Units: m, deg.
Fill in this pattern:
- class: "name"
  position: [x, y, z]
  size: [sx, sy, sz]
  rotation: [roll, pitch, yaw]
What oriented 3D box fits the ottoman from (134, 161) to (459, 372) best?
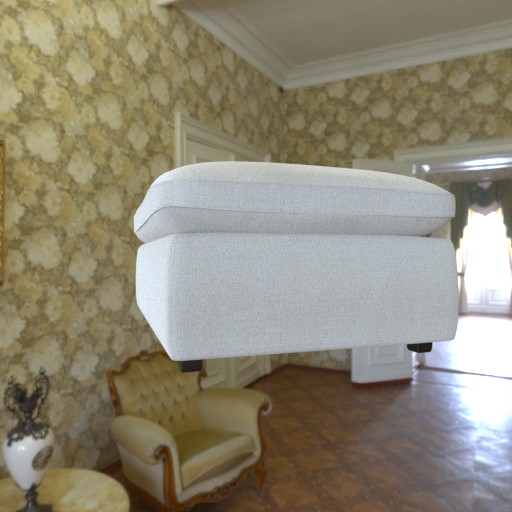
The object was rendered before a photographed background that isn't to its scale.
- class: "ottoman"
  position: [0.000, 0.000, 1.350]
  size: [0.686, 0.453, 0.984]
  rotation: [0, 0, -19]
